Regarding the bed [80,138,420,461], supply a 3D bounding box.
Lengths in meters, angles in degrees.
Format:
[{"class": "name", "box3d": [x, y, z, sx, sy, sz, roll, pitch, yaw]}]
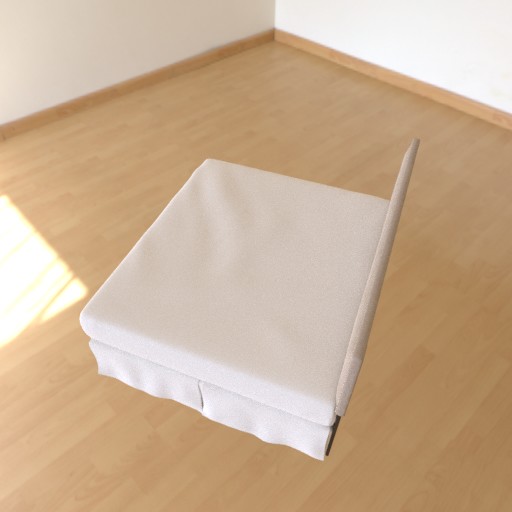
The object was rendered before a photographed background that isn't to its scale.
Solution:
[{"class": "bed", "box3d": [0.000, 0.000, 3.487, 1.914, 1.346, 2.170, 16, 49, 15]}]
